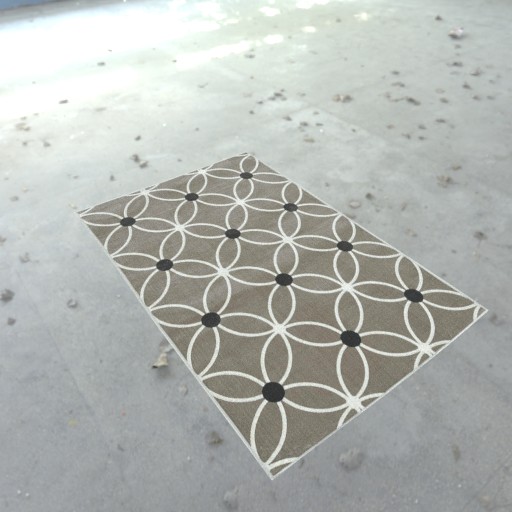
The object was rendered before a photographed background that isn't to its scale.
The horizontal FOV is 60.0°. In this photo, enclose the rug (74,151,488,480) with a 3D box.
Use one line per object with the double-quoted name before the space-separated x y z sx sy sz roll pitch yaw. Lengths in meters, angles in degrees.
"rug" 0.000 0.000 2.787 1.522 0.008 2.284 -26 47 -27
